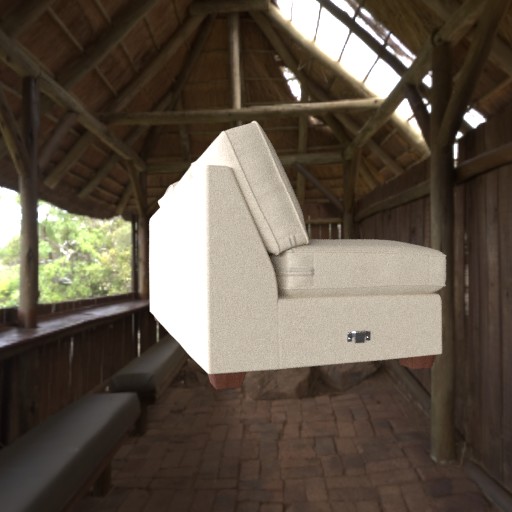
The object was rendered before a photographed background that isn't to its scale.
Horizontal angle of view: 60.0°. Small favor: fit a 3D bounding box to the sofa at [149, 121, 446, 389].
[{"bbox_3d":[0.000,0.000,2.567,1.034,0.946,1.963,0,0,-19],"label":"sofa"}]
